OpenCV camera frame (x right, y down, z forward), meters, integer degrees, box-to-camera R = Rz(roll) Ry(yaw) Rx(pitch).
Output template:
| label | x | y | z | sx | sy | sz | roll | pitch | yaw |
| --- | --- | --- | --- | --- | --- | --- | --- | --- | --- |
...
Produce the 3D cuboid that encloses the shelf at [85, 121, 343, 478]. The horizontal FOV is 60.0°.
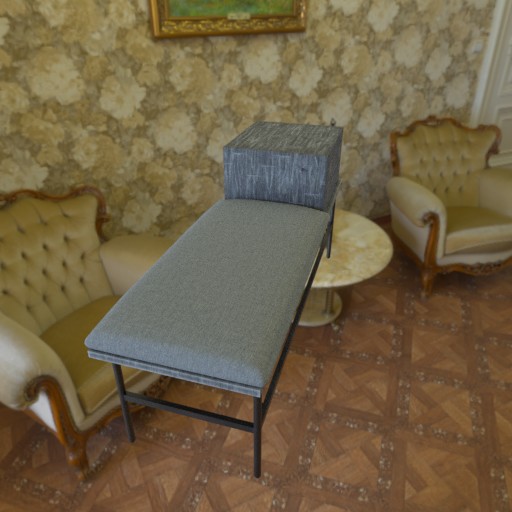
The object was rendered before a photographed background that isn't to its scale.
| label | x | y | z | sx | sy | sz | roll | pitch | yaw |
| --- | --- | --- | --- | --- | --- | --- | --- | --- | --- |
| shelf | 0.000 | 0.000 | 1.591 | 0.457 | 0.633 | 1.342 | 9 | 31 | 15 |
